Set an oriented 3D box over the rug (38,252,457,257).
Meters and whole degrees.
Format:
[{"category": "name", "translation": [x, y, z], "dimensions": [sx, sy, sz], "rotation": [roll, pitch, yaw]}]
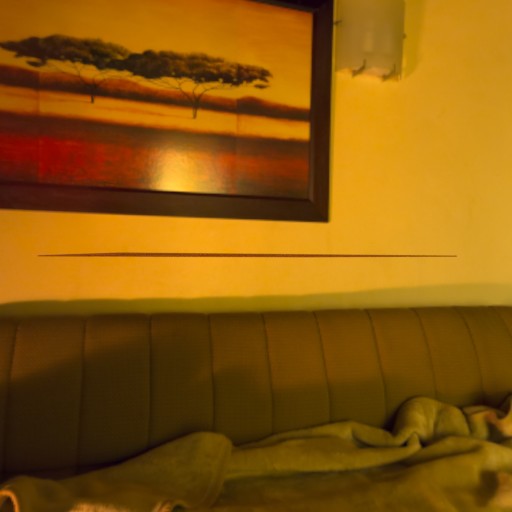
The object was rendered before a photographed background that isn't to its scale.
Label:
[{"category": "rug", "translation": [0.000, 0.000, 3.024], "dimensions": [2.438, 0.008, 1.523], "rotation": [0, -1, -37]}]
